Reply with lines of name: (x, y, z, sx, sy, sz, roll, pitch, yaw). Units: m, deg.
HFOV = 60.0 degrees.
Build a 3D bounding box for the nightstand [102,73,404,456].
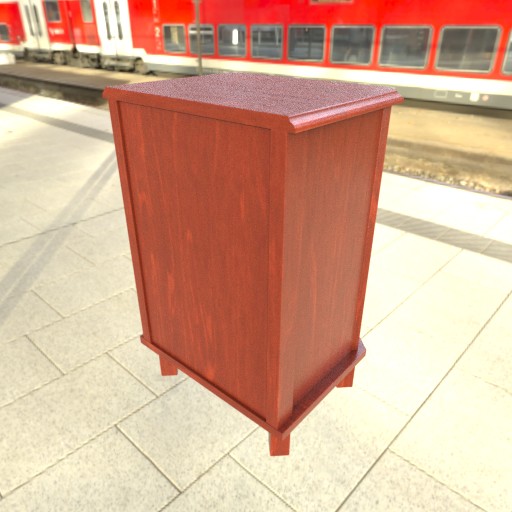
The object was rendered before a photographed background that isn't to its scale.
nightstand: (0.000, 0.000, 0.948, 0.435, 0.681, 0.351, 22, 35, 35)
